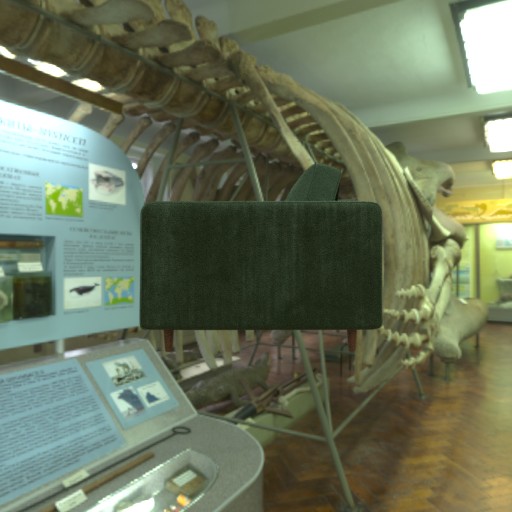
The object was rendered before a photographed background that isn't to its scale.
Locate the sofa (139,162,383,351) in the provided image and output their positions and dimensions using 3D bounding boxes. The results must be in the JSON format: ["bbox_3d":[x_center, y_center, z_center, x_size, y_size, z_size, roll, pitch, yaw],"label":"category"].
[{"bbox_3d":[0.000,0.000,2.717,0.918,0.769,2.199,0,0,0],"label":"sofa"}]
